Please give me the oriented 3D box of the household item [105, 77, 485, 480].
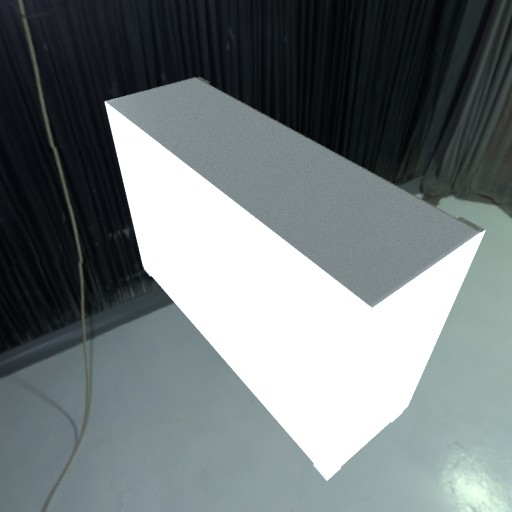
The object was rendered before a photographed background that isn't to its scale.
[{"bbox_3d":[0.000,0.000,1.665,0.420,0.867,1.300,-28,49,-27],"label":"household item"}]
